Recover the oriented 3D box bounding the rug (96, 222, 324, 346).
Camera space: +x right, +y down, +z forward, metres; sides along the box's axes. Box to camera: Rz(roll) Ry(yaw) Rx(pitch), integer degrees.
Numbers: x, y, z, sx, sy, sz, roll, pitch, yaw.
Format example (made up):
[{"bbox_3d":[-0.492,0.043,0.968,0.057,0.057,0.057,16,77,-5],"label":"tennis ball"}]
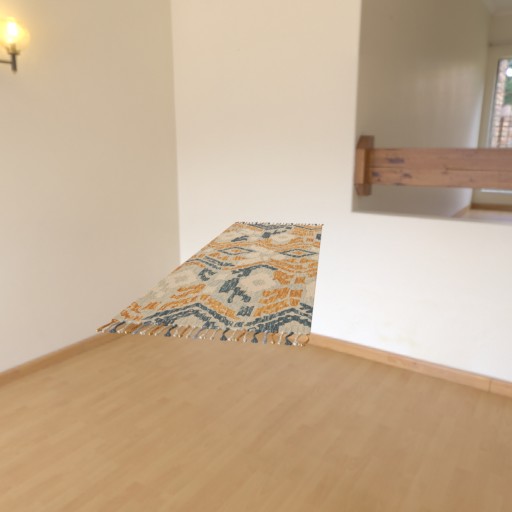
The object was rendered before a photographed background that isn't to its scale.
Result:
[{"bbox_3d":[0.000,0.000,2.707,0.783,0.010,2.437,2,14,9],"label":"rug"}]
